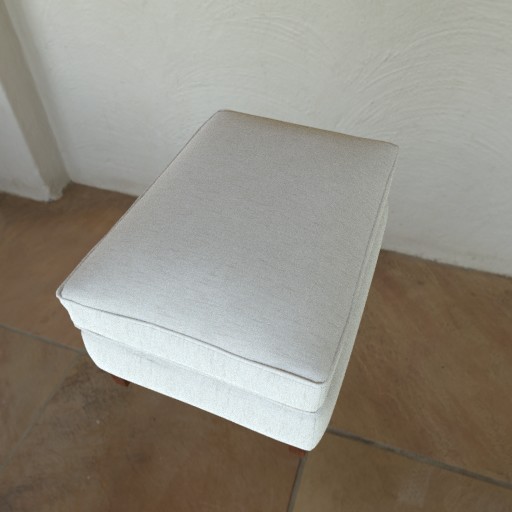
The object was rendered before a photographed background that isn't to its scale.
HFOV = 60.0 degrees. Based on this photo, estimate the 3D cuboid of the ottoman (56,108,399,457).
[{"bbox_3d":[0.000,0.000,0.972,0.501,0.406,0.665,16,49,14],"label":"ottoman"}]
